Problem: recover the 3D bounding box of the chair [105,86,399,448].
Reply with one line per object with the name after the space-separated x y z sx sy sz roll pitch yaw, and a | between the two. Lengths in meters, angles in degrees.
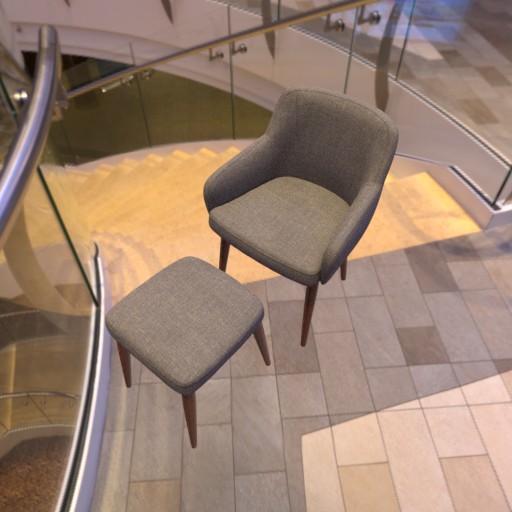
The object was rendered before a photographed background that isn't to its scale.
0.000 0.000 1.602 0.584 0.799 1.107 31 54 26 | chair
